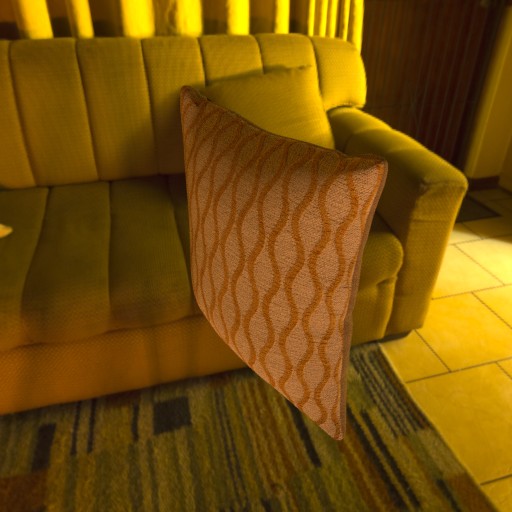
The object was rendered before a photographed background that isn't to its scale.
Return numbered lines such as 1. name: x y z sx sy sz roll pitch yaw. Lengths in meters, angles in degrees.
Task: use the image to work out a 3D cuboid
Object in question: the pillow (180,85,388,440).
1. pillow: 0.000 0.000 0.685 0.159 0.436 0.429 -21 39 -29
